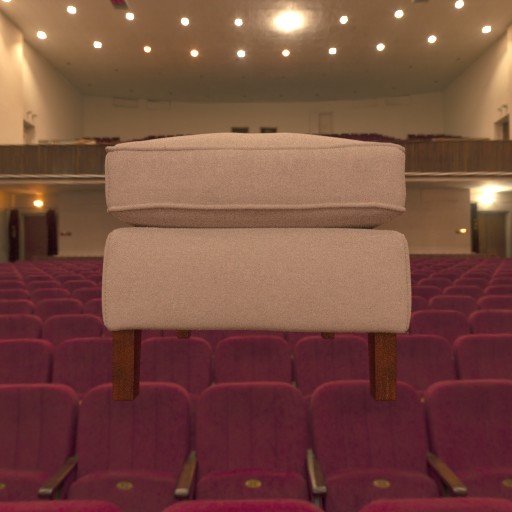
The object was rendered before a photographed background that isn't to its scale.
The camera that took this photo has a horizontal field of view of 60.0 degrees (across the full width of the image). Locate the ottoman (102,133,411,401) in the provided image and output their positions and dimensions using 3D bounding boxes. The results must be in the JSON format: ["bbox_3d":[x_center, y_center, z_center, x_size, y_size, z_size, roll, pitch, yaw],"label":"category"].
[{"bbox_3d":[0.000,0.000,0.984,0.501,0.456,0.665,0,-1,0],"label":"ottoman"}]
